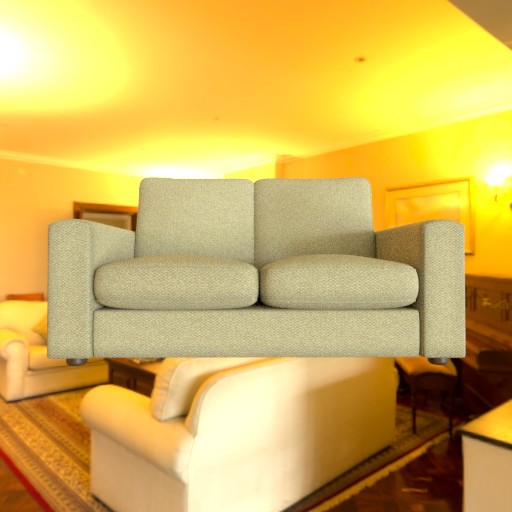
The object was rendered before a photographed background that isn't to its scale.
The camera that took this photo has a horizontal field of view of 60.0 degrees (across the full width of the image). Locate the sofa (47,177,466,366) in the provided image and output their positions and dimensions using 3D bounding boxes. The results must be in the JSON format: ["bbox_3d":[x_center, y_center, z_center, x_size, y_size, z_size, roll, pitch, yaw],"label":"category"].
[{"bbox_3d":[0.000,0.000,2.164,1.616,0.873,1.016,0,-1,-1],"label":"sofa"}]
